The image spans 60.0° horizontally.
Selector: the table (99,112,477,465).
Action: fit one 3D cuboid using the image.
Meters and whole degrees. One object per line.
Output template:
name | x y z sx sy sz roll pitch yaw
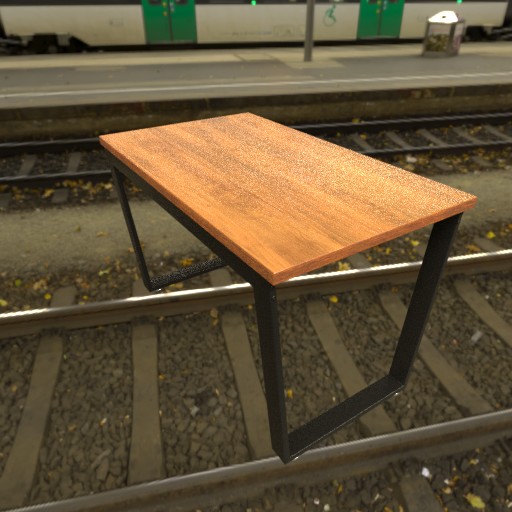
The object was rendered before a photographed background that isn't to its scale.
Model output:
table | 0.000 0.000 1.716 0.714 0.760 1.205 -19 36 -28
